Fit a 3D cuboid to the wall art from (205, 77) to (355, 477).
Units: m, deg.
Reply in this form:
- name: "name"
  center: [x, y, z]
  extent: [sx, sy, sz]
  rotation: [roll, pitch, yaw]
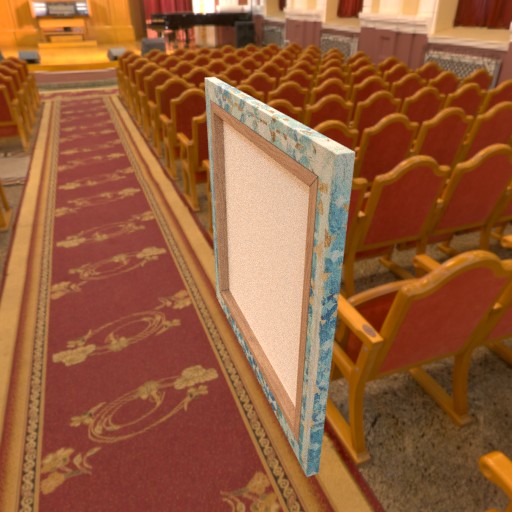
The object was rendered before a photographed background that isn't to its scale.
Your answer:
- name: "wall art"
  center: [0.000, 0.000, 1.377]
  extent: [0.040, 0.916, 0.916]
  rotation: [-11, 32, -17]
